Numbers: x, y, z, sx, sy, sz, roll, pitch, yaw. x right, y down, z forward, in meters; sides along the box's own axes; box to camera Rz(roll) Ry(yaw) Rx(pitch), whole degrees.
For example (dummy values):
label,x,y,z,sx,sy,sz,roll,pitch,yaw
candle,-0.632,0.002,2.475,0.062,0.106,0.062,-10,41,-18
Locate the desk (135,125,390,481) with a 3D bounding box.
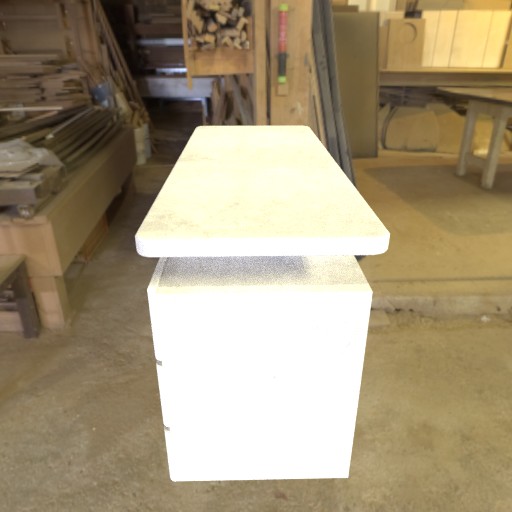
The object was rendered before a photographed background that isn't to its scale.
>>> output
label,x,y,z,sx,sy,sz,roll,pitch,yaw
desk,0.000,0.000,1.719,0.550,0.755,1.400,-1,26,-1
